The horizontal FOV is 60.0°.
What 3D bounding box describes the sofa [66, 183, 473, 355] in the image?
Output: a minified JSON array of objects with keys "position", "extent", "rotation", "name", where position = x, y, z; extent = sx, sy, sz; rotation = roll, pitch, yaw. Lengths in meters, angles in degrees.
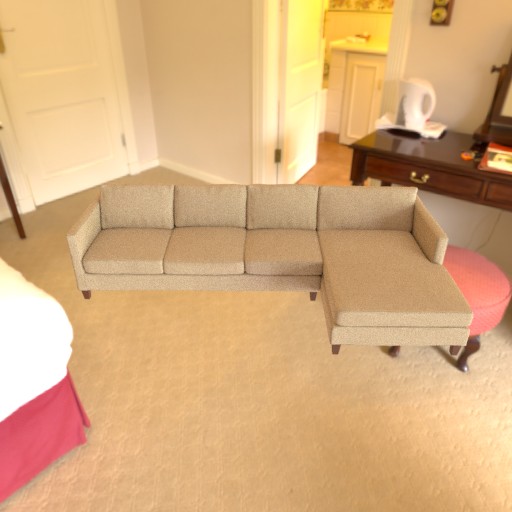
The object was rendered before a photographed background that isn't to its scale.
[{"position":[0.000,0.000,3.875],"extent":[3.186,0.846,1.625],"rotation":[0,31,1],"name":"sofa"}]
